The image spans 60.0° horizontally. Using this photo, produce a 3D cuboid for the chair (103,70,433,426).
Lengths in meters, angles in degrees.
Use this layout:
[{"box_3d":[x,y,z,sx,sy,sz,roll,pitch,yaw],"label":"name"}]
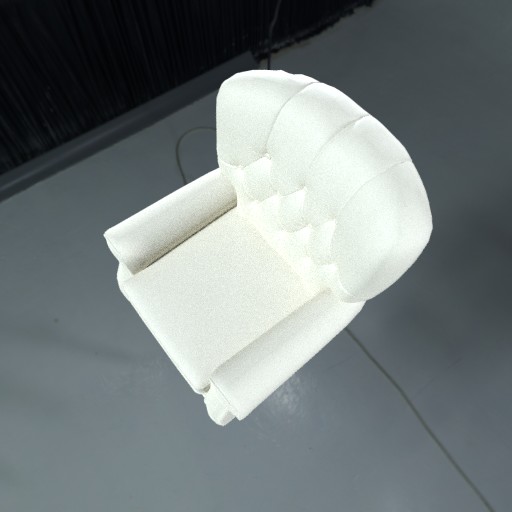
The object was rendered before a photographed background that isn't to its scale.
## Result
[{"box_3d":[0.000,0.000,1.999,1.132,1.169,1.035,-35,69,-16],"label":"chair"}]
